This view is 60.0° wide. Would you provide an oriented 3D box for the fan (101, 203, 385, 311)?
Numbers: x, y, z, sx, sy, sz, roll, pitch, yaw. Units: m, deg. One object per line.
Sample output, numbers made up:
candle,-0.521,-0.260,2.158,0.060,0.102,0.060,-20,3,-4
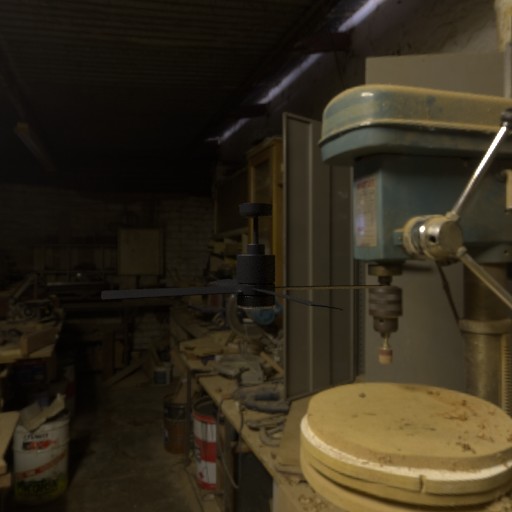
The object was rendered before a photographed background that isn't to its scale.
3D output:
fan,0.000,0.000,2.314,1.525,0.534,1.525,0,1,-19
